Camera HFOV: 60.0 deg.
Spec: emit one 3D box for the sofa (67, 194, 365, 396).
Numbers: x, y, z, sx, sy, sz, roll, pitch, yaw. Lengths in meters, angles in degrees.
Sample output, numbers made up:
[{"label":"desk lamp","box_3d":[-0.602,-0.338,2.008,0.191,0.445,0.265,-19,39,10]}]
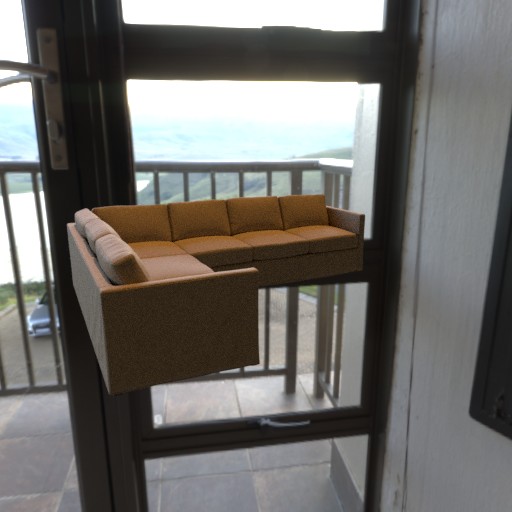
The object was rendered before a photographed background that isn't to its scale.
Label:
[{"label":"sofa","box_3d":[0.000,0.000,4.283,3.182,0.871,2.432,-7,16,-26]}]
